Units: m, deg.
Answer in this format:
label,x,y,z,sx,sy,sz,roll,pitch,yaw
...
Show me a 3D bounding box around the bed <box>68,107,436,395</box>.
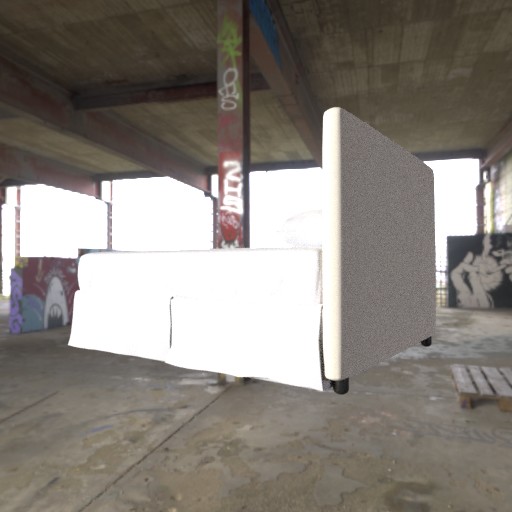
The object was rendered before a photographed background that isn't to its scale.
label,x,y,z,sx,sy,sz,roll,pitch,yaw
bed,0.000,0.000,3.248,2.142,1.330,1.713,-1,-1,36
